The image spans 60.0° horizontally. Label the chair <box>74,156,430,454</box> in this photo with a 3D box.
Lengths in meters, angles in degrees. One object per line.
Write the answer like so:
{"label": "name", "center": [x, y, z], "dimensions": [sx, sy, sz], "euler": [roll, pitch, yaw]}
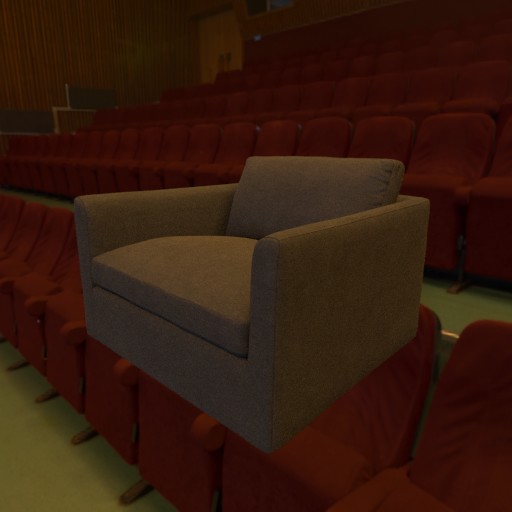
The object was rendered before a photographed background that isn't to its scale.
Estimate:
{"label": "chair", "center": [0.000, 0.000, 1.912], "dimensions": [1.091, 0.845, 1.190], "euler": [-14, 20, -43]}
